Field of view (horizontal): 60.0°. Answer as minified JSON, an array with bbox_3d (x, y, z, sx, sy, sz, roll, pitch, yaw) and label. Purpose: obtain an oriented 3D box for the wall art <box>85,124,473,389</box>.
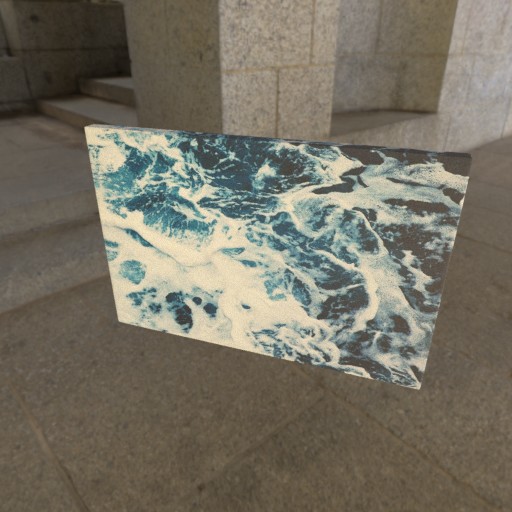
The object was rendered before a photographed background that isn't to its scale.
[{"bbox_3d":[0.000,0.000,1.158,0.915,0.610,0.042,9,29,17],"label":"wall art"}]
